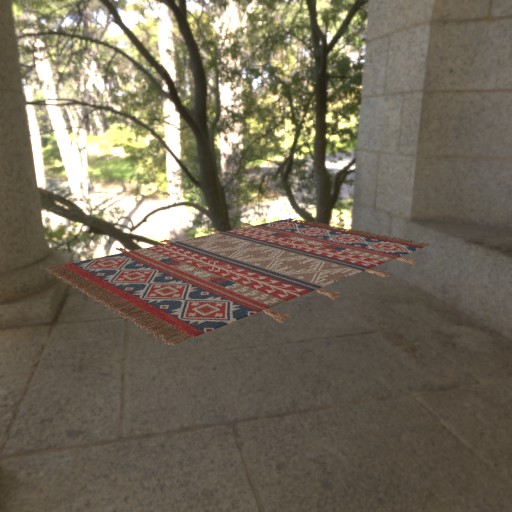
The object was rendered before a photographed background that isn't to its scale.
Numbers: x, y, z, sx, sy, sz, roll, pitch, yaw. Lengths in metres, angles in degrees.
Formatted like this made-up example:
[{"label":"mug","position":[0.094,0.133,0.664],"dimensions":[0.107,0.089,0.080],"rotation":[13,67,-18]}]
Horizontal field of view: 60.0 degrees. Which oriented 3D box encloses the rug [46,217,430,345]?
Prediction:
[{"label":"rug","position":[0.000,0.000,3.208],"dimensions":[2.450,0.048,1.778],"rotation":[-15,22,-42]}]
